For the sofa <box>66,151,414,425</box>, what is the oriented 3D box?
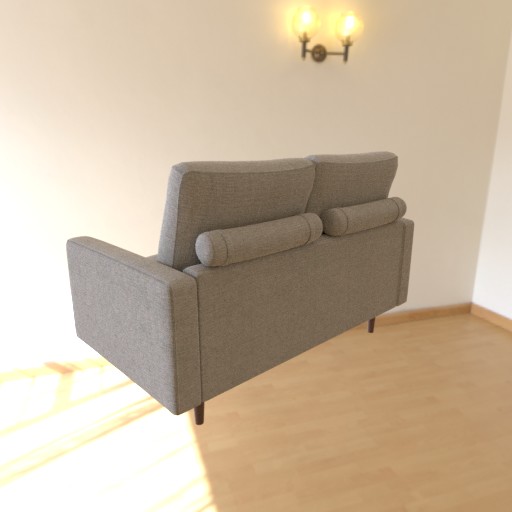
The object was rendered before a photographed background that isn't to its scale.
[{"bbox_3d":[0.000,0.000,2.004,1.407,0.907,0.842,-14,21,-41],"label":"sofa"}]
